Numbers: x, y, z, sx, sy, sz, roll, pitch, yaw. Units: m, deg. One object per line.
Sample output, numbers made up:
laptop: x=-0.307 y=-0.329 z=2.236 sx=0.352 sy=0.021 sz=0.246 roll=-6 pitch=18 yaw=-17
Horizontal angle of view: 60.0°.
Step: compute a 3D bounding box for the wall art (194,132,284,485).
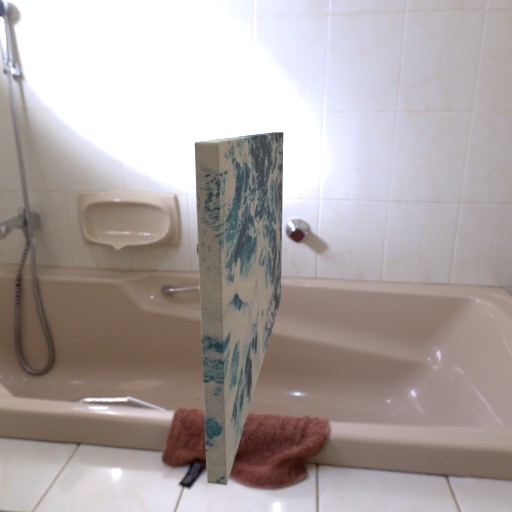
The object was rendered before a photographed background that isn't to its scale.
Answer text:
wall art: x=0.000 y=0.000 z=1.157 sx=0.042 sy=0.610 sz=0.915 roll=3 pitch=17 yaw=9
